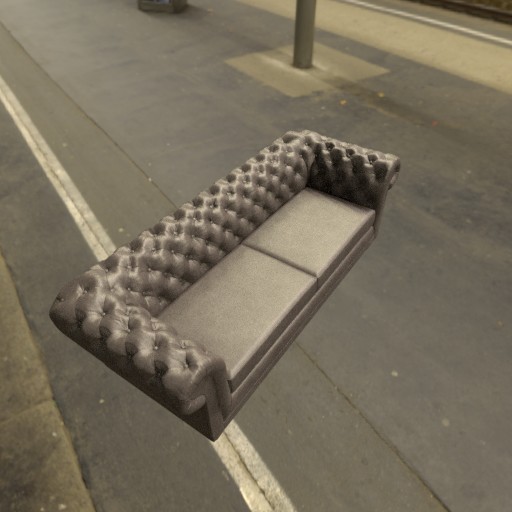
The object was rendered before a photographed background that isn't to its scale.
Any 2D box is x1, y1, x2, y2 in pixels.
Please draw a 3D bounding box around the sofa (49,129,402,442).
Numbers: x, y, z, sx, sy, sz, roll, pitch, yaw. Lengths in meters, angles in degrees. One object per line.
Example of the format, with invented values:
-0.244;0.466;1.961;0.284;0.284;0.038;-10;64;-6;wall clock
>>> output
0.000;0.000;2.858;0.944;0.783;2.385;24;46;26;sofa
